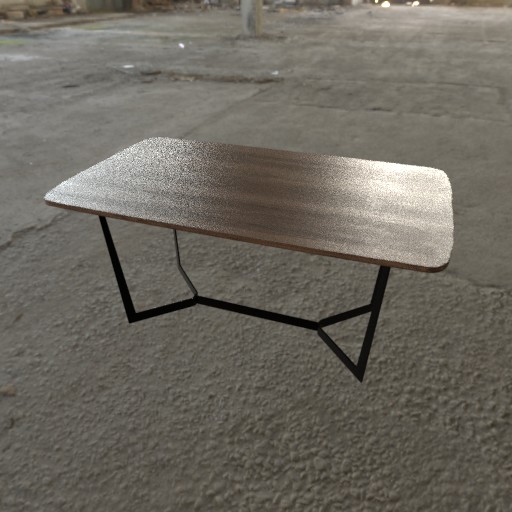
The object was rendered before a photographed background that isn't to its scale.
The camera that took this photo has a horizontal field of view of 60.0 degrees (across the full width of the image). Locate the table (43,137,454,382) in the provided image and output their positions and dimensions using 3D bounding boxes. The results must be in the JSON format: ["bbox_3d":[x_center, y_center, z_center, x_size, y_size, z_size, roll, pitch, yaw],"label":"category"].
[{"bbox_3d":[0.000,0.000,2.175,1.643,0.765,0.949,11,33,16],"label":"table"}]
